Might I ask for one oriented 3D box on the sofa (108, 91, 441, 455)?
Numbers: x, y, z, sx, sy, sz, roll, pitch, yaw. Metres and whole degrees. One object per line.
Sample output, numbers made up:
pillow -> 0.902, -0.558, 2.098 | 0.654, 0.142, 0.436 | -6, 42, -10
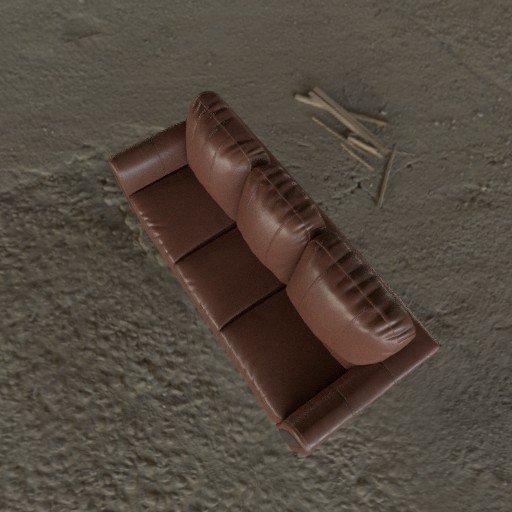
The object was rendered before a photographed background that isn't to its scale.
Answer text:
sofa -> 0.000, 0.000, 2.374 | 0.802, 0.915, 1.862 | -32, 68, -14
